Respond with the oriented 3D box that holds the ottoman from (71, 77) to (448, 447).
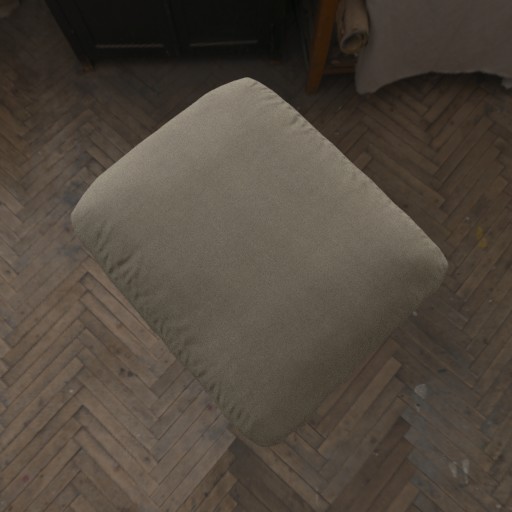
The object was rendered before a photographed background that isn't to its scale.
[{"bbox_3d":[0.000,0.000,1.090,0.584,0.480,0.712,-41,79,-10],"label":"ottoman"}]
